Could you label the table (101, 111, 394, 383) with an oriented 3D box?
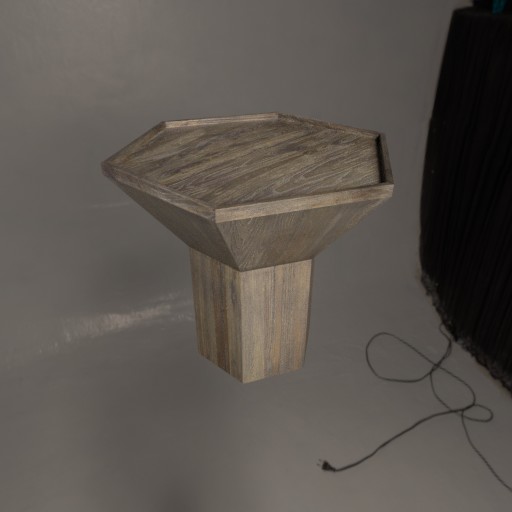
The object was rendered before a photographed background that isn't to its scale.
[{"bbox_3d":[0.000,0.000,1.169,0.683,0.586,0.592,-10,33,-16],"label":"table"}]
